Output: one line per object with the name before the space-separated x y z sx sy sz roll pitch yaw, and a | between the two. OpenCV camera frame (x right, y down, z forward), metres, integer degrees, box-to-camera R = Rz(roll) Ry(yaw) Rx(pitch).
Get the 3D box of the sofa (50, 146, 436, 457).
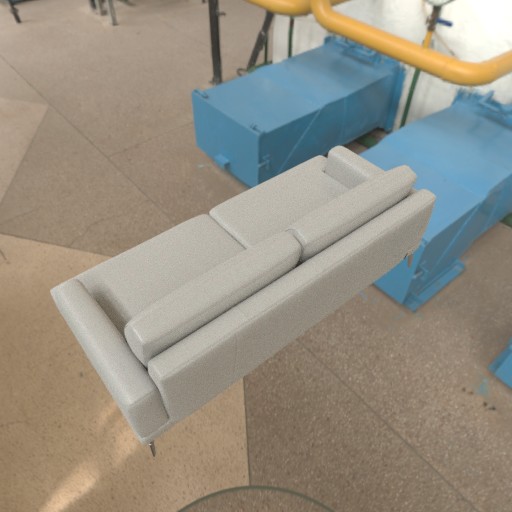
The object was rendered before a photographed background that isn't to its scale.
sofa | 0.000 0.000 2.389 1.940 0.765 0.974 -30 54 -25
